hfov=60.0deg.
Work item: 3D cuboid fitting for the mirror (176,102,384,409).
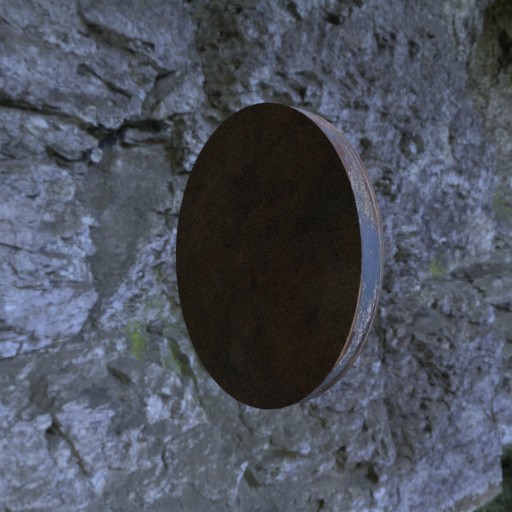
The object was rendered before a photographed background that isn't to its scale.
[{"bbox_3d":[0.000,0.000,0.893,0.061,0.585,0.585,0,0,-37],"label":"mirror"}]
